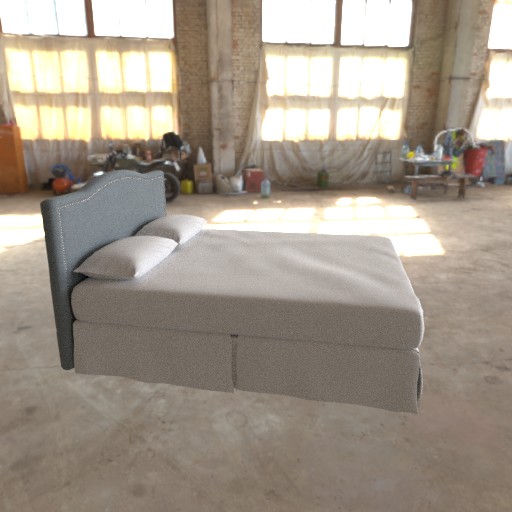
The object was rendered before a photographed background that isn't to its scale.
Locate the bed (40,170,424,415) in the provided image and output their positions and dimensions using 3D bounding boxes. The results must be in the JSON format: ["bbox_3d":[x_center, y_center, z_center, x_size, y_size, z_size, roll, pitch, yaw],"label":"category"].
[{"bbox_3d":[0.000,0.000,3.969,2.689,1.457,2.161,3,17,10],"label":"bed"}]
